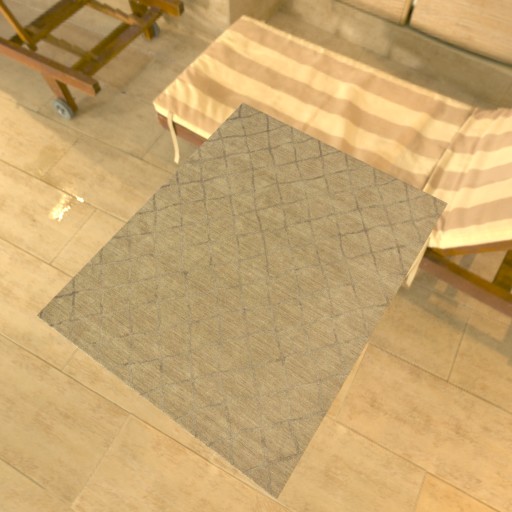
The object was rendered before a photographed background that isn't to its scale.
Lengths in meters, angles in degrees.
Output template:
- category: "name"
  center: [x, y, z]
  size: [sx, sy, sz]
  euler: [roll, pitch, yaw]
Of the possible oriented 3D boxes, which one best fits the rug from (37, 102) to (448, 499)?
- category: "rug"
  center: [0.000, 0.000, 4.015]
  size: [2.420, 0.019, 3.038]
  euler: [31, 66, 15]
